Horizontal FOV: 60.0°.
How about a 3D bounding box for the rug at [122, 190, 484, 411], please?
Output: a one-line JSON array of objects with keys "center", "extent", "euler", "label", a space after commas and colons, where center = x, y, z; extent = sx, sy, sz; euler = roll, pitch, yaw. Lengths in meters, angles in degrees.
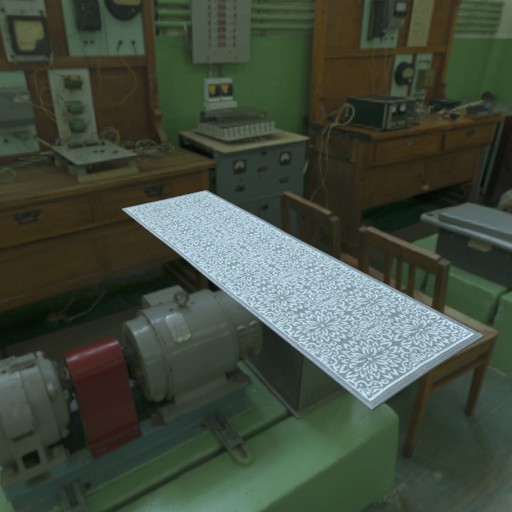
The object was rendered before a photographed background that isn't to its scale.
[{"center": [0.000, 0.000, 2.384], "extent": [0.662, 0.011, 2.196], "euler": [-18, 32, -31], "label": "rug"}]
